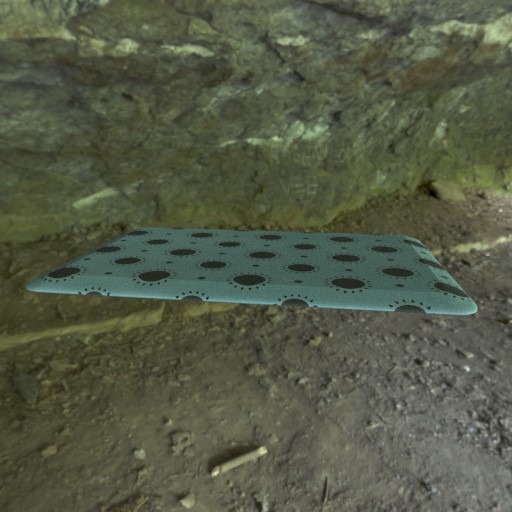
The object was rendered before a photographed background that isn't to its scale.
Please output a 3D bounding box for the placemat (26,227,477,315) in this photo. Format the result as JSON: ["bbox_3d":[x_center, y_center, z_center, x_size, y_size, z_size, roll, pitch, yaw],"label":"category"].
[{"bbox_3d":[0.000,0.000,0.951,0.762,0.021,0.508,2,16,8],"label":"placemat"}]
